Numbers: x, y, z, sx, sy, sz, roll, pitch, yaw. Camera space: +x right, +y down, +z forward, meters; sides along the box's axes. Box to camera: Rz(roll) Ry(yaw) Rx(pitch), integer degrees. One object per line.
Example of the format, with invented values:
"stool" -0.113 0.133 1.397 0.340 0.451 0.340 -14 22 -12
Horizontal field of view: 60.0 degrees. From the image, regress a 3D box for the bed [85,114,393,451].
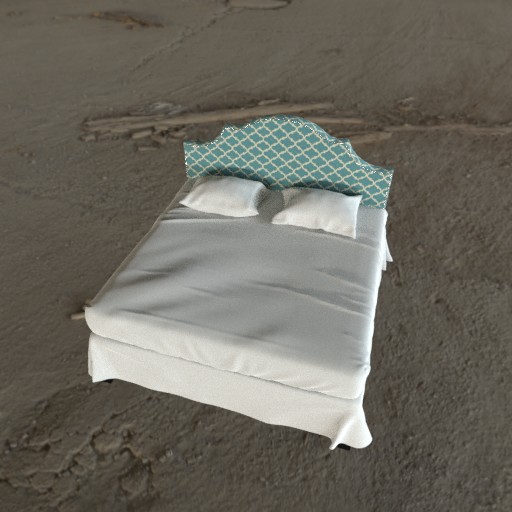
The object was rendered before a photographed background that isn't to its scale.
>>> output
"bed" 0.000 0.000 3.637 2.314 1.601 2.222 11 42 13
